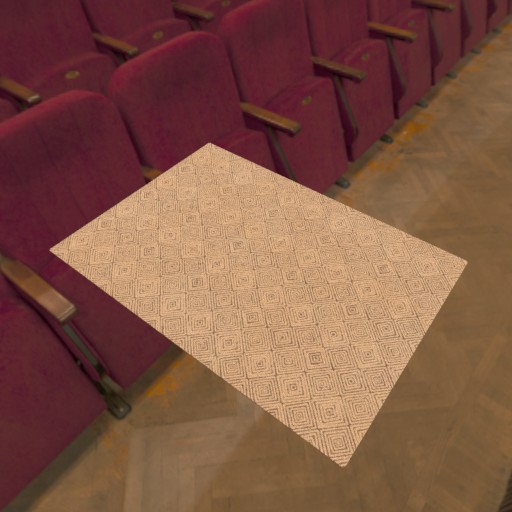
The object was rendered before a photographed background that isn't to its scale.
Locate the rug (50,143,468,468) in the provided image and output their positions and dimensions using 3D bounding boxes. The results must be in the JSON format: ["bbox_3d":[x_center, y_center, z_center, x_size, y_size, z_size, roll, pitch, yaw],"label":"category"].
[{"bbox_3d":[0.000,0.000,2.904,2.238,0.008,1.593,30,54,24],"label":"rug"}]
